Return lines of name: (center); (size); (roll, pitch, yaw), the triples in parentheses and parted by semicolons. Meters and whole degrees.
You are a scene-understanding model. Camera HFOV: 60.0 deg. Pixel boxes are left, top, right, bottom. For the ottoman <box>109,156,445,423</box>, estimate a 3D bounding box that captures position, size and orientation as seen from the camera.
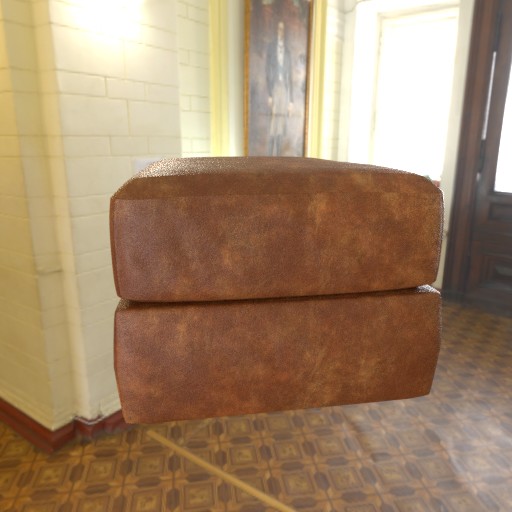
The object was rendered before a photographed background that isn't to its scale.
ottoman: (0.000, 0.000, 1.110); (0.603, 0.476, 0.751); (-2, 14, -9)
